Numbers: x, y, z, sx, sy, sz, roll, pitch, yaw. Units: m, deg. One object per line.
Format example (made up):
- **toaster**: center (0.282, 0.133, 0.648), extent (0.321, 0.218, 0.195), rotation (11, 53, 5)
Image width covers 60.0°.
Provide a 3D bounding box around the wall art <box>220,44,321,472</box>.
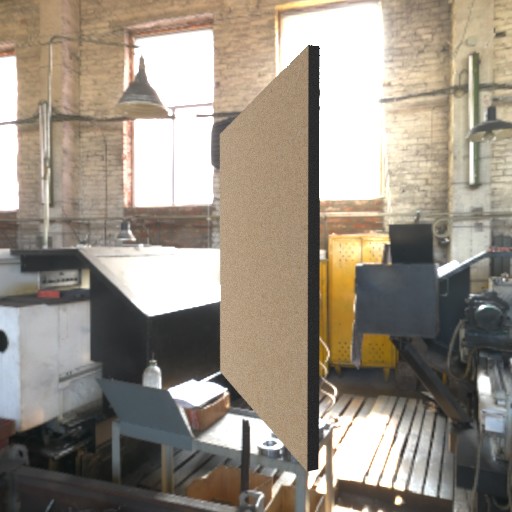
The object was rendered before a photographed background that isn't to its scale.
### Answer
- **wall art**: center (0.000, 0.000, 1.256), extent (0.028, 0.863, 0.755), rotation (0, 1, -18)
